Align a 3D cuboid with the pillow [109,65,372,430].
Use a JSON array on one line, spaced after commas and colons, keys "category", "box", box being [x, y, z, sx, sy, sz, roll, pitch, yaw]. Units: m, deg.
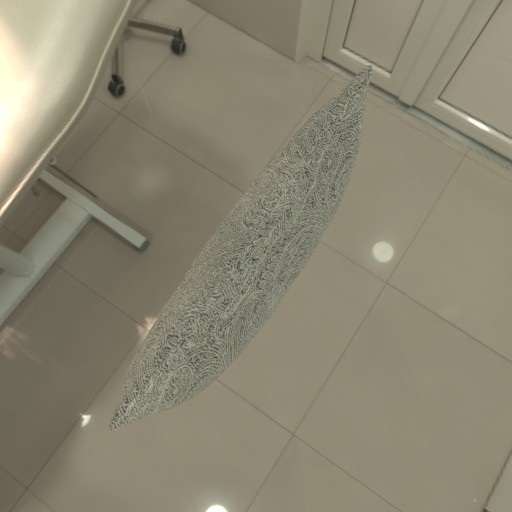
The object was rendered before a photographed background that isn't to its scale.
[{"category": "pillow", "box": [0.000, 0.000, 0.732, 0.151, 0.295, 0.615, 33, 77, 9]}]
